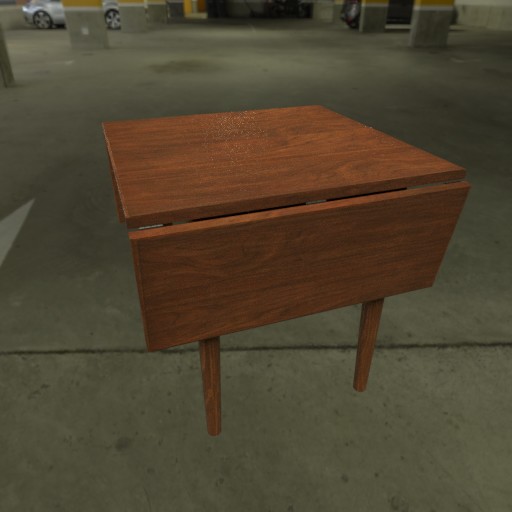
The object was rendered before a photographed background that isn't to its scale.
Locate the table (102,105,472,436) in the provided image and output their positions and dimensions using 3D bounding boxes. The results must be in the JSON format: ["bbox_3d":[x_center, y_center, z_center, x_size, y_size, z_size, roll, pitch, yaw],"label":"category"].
[{"bbox_3d":[0.000,0.000,1.472,0.812,0.763,0.843,-10,32,-17],"label":"table"}]
